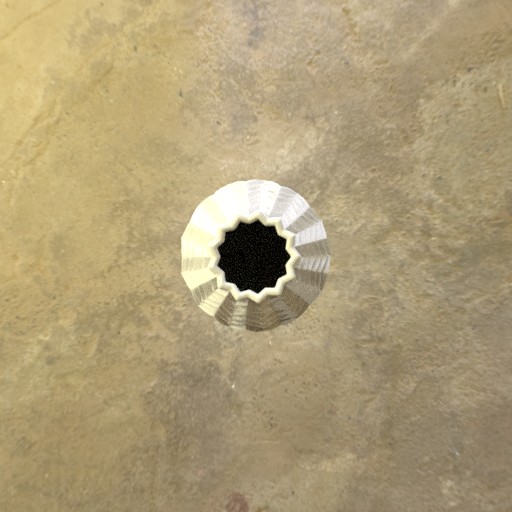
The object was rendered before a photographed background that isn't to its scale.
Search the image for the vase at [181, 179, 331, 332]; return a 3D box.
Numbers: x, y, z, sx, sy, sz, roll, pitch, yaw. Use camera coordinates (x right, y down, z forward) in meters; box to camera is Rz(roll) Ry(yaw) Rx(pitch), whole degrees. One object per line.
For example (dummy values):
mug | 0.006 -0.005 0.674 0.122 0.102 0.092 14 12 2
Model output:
vase | 0.000 0.000 0.427 0.167 0.328 0.167 0 90 0
